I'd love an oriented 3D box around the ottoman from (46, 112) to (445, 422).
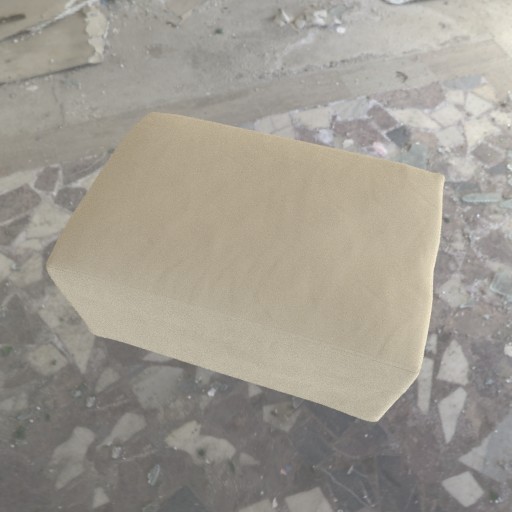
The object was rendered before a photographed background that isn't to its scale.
[{"bbox_3d":[0.000,0.000,1.207,0.872,0.444,0.590,15,59,9],"label":"ottoman"}]
